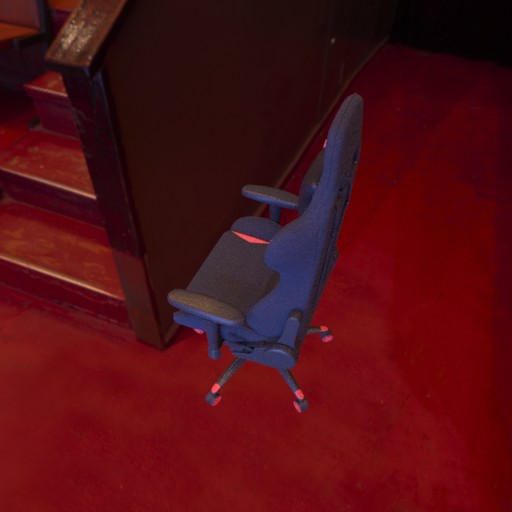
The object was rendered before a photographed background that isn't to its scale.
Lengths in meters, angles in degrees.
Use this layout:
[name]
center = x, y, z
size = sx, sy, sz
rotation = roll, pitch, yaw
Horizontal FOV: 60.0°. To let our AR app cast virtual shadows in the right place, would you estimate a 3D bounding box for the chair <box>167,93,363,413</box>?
[chair]
center = 0.000, 0.000, 1.674
size = 0.658, 1.326, 0.695
rotation = 17, 49, 15
